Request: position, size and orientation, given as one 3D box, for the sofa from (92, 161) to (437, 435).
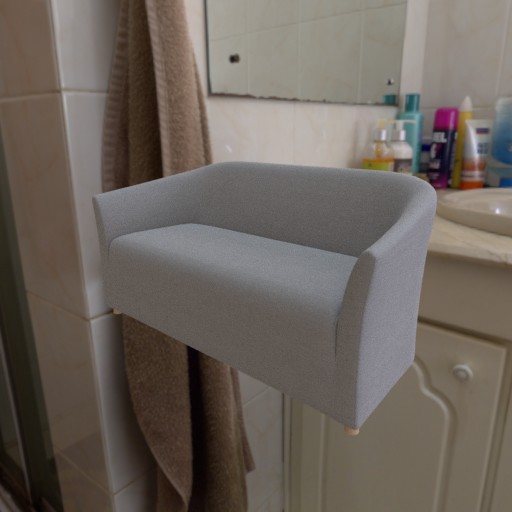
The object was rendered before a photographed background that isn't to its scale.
[{"bbox_3d":[0.000,0.000,1.885,1.452,0.721,0.705,14,21,41],"label":"sofa"}]
